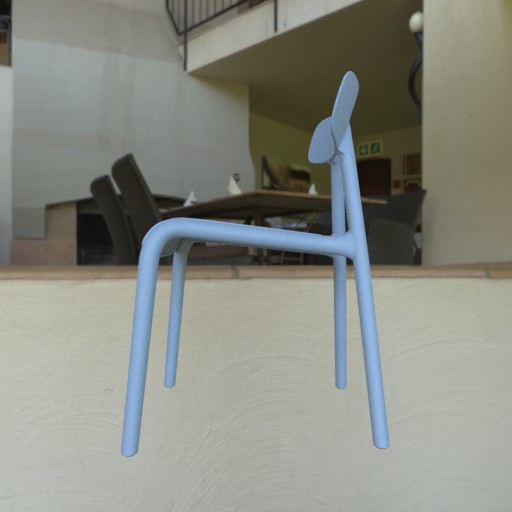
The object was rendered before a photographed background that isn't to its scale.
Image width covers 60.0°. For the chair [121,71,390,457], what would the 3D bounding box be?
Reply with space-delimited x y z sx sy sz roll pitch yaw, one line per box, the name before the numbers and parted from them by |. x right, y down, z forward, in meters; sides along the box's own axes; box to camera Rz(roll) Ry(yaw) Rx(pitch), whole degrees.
chair | 0.000 0.000 0.817 0.401 0.580 0.356 0 0 -1
